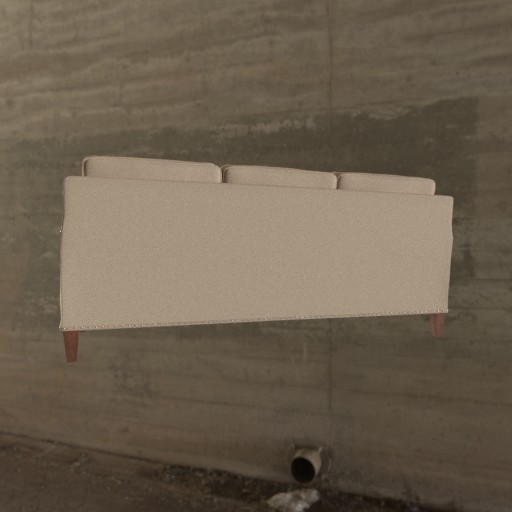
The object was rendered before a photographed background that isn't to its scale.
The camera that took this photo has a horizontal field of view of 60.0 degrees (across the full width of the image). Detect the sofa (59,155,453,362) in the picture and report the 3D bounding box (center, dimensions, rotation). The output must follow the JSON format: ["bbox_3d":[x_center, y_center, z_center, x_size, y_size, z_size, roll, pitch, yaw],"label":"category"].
[{"bbox_3d":[0.000,0.000,2.820,2.246,1.003,1.084,0,0,-18],"label":"sofa"}]
